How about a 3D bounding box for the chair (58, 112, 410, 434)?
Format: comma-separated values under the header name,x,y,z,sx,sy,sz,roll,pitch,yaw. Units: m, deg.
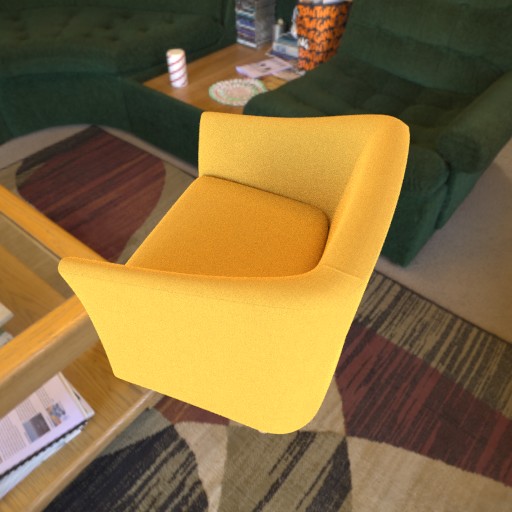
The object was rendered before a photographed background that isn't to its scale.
name,x,y,z,sx,sy,sz,roll,pitch,yaw
chair,0.000,0.000,1.336,0.700,0.720,0.790,16,48,15
